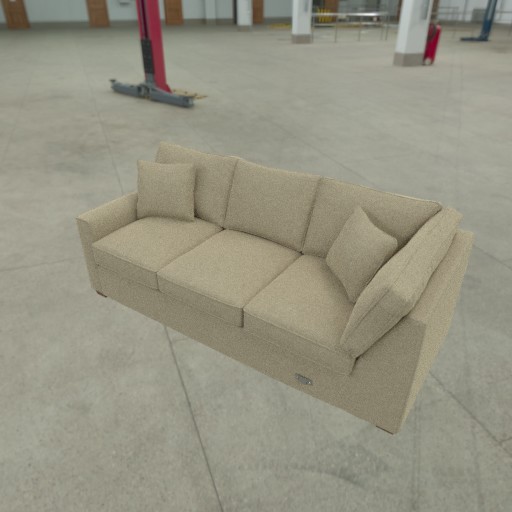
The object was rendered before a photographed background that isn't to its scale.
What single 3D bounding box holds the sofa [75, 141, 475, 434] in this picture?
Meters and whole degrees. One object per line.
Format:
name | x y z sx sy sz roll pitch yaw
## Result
sofa | 0.000 0.000 2.839 2.317 0.962 1.061 19 36 29
